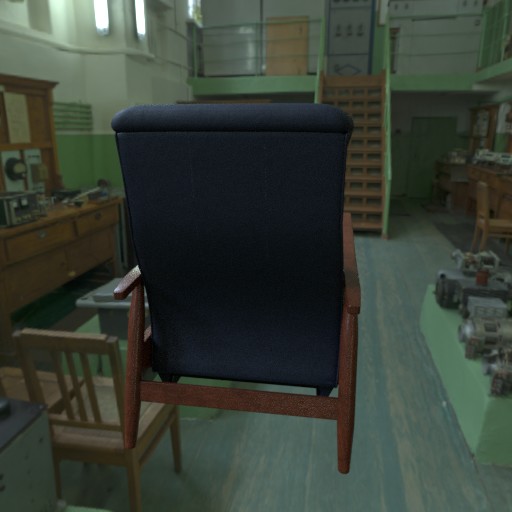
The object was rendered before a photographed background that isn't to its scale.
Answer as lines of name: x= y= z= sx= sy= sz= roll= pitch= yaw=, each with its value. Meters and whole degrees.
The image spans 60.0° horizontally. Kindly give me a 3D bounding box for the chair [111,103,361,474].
chair: x=0.000 y=0.000 z=1.727 sx=0.762 sy=1.082 sz=1.014 roll=3 pitch=16 yaw=9
